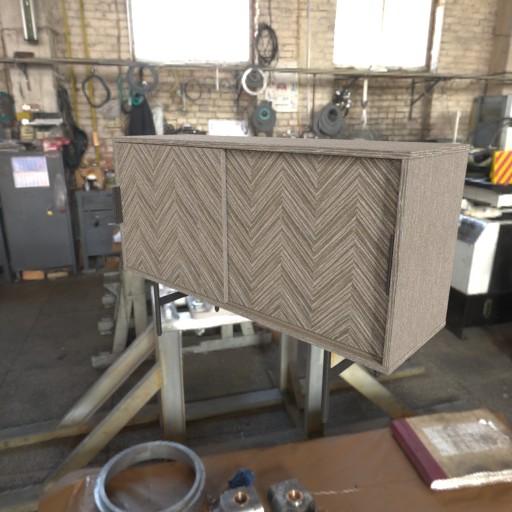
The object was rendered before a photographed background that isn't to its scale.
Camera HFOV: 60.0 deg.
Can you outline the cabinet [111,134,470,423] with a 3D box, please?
[{"bbox_3d":[0.000,0.000,1.551,1.194,0.787,0.405,15,23,40],"label":"cabinet"}]
